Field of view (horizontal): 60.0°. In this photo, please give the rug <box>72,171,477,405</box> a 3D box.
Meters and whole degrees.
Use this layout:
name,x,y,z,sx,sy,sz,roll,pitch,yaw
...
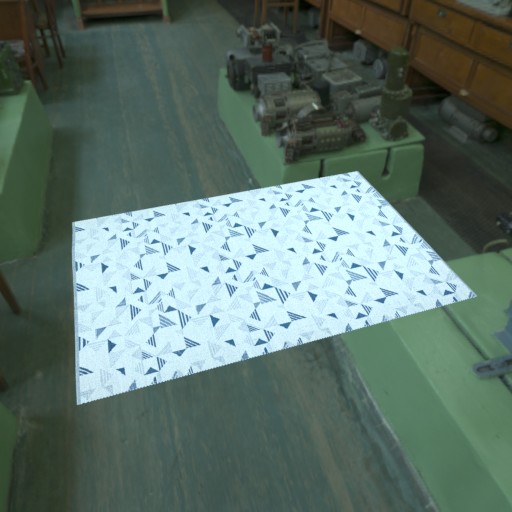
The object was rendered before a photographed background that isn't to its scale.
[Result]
name,x,y,z,sx,sy,sz,roll,pitch,yaw
rug,0.000,0.000,2.327,1.835,0.003,1.206,-12,43,-13
